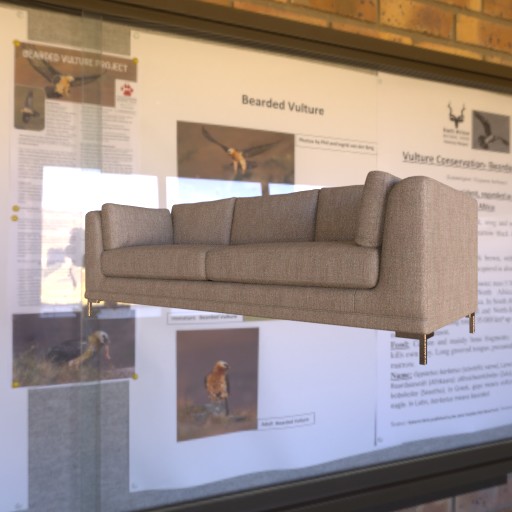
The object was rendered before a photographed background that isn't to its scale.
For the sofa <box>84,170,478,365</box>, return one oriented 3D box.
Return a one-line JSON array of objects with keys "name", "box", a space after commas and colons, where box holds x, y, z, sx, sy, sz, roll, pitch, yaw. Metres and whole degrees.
[{"name": "sofa", "box": [0.000, 0.000, 2.846, 2.415, 0.867, 0.969, 0, 0, 37]}]
